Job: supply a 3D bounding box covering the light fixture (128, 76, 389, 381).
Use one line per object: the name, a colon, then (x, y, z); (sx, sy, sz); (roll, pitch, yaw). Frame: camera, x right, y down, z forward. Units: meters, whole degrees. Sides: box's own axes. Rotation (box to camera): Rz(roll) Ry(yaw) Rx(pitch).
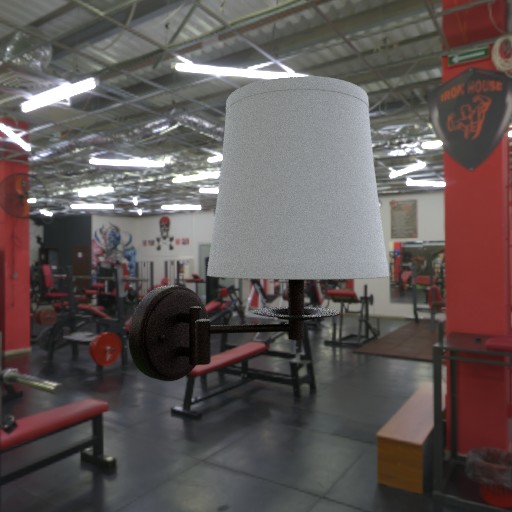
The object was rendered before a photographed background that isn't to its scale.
light fixture: (0.000, 0.000, 0.267); (0.157, 0.172, 0.100); (0, 0, 36)
